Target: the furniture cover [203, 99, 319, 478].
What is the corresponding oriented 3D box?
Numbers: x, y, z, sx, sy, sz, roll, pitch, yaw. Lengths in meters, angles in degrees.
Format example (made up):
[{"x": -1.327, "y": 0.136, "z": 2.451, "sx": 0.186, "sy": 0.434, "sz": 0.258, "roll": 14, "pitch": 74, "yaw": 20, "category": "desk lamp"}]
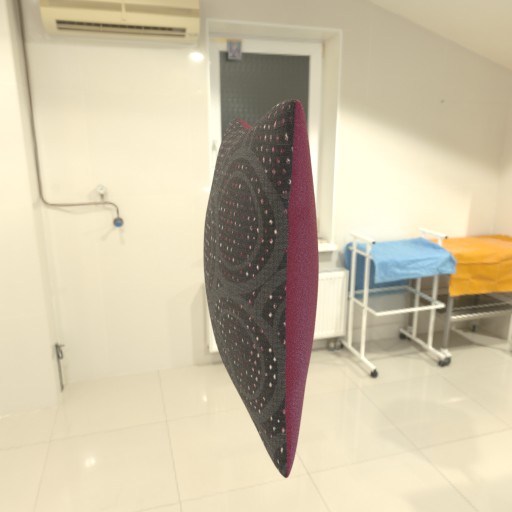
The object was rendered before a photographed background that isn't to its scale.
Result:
[{"x": 0.000, "y": 0.000, "z": 0.821, "sx": 0.193, "sy": 0.509, "sz": 0.552, "roll": -2, "pitch": 15, "yaw": -9, "category": "furniture cover"}]
